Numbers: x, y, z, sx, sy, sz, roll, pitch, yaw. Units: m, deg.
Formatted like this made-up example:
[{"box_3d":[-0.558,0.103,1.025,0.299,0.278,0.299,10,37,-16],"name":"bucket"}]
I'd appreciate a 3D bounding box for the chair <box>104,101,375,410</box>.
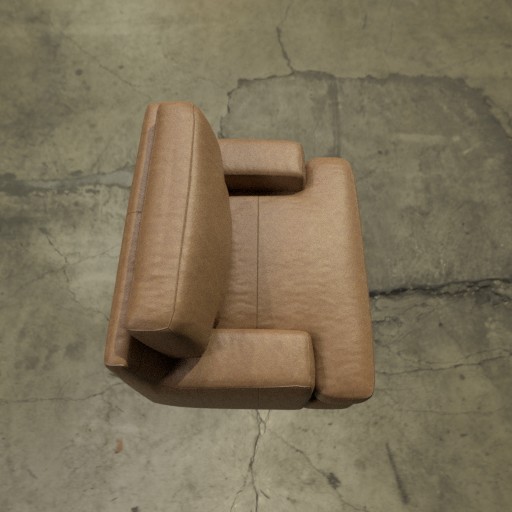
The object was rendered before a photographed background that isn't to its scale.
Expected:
[{"box_3d":[0.000,0.000,2.050,1.050,0.978,1.276,1,63,0],"name":"chair"}]
